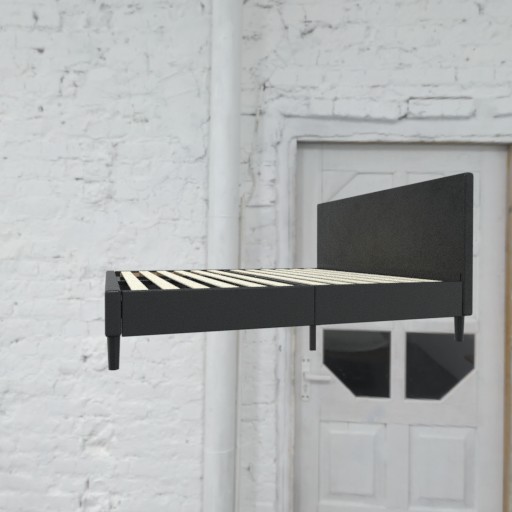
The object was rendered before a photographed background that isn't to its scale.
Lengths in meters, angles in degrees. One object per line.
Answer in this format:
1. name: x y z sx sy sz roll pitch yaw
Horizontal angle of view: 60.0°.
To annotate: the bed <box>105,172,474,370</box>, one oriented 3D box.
1. bed: 0.000 0.000 3.346 2.152 1.046 2.018 0 1 -19
